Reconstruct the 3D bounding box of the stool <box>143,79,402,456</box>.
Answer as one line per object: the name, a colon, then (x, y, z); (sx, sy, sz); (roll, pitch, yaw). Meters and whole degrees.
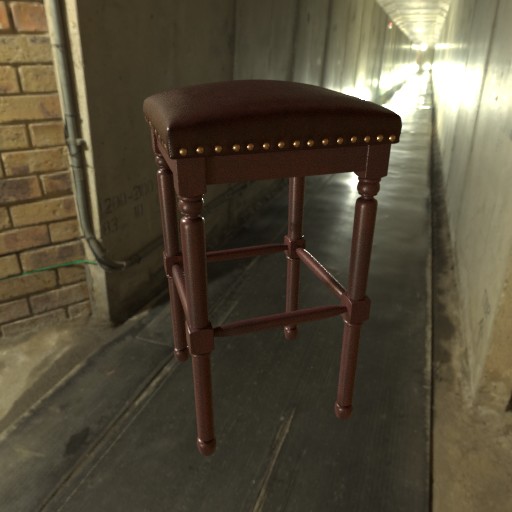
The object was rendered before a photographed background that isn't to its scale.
stool: (0.000, 0.000, 0.950); (0.383, 0.702, 0.382); (-8, 26, -16)
